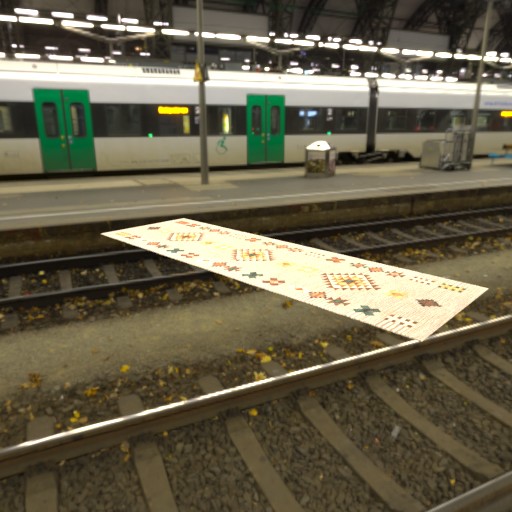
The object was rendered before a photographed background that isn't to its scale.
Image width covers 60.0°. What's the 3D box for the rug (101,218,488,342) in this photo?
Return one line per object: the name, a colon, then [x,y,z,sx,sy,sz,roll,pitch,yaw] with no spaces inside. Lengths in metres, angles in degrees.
rug: [0.000,0.000,2.720,2.432,0.008,0.766,15,22,41]
